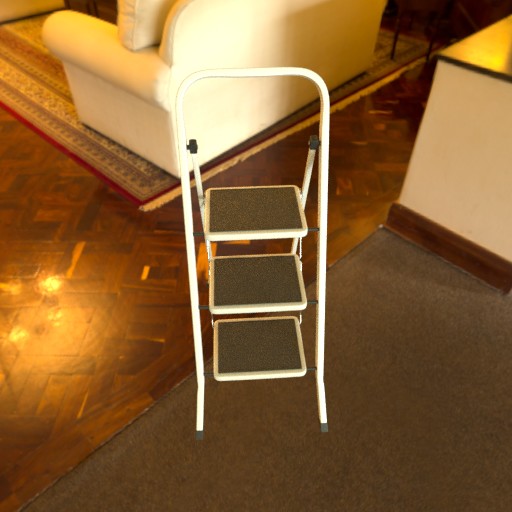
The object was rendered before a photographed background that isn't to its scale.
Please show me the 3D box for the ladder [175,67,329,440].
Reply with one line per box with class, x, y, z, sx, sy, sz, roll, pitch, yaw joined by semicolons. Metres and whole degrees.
ladder;0.000;0.000;1.414;0.460;1.050;0.711;-2;45;-3
